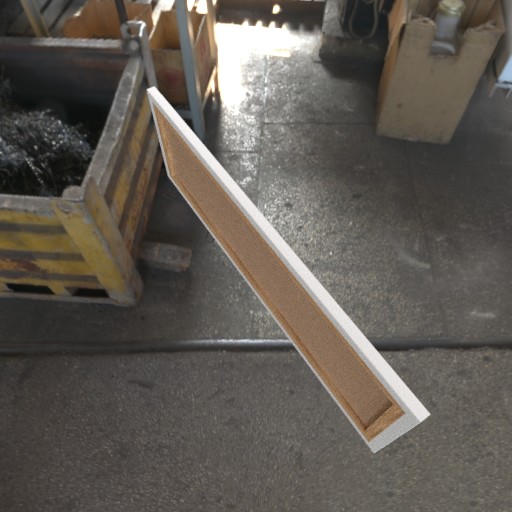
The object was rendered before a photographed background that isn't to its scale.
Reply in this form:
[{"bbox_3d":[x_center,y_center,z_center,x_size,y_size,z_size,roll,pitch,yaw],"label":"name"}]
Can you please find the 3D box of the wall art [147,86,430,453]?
[{"bbox_3d":[0.000,0.000,1.650,0.039,0.507,1.520,-29,63,-17],"label":"wall art"}]
